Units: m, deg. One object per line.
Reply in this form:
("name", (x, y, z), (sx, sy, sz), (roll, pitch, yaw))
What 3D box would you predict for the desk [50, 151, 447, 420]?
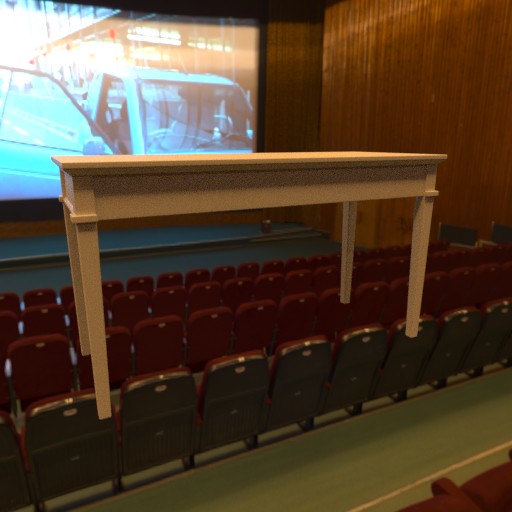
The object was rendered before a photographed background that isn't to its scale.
("desk", (0.000, 0.000, 1.747), (1.372, 0.774, 0.559), (-7, 16, -26))
